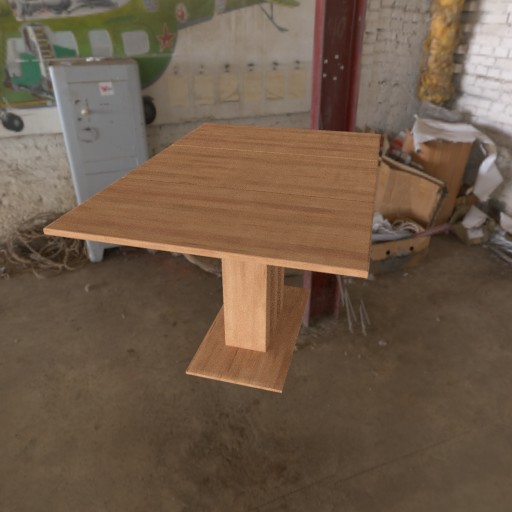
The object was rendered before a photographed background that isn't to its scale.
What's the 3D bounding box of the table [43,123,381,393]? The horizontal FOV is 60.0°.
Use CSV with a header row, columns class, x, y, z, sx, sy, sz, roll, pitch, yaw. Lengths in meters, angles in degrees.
class,x,y,z,sx,sy,sz,roll,pitch,yaw
table,0.000,0.000,1.886,0.900,0.770,1.300,8,31,13
